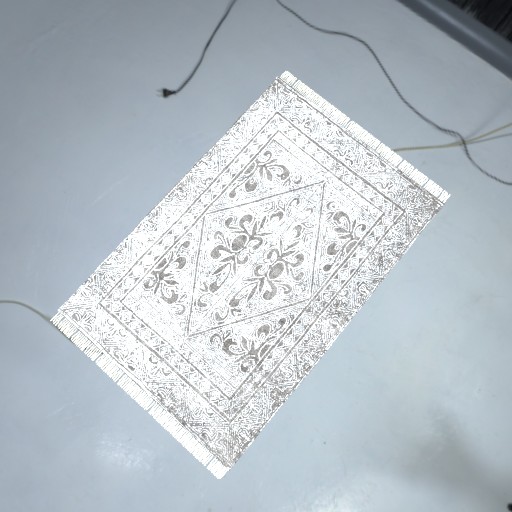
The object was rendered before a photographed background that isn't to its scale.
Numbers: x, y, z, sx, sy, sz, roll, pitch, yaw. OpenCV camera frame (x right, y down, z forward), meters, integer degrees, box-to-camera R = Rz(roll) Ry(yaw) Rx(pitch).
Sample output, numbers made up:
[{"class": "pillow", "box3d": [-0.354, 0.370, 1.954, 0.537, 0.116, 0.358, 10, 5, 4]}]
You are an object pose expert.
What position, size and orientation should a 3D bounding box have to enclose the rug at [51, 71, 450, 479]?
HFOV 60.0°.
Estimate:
[{"class": "rug", "box3d": [0.000, 0.000, 3.024, 1.529, 0.010, 2.440, 40, 81, 7]}]
